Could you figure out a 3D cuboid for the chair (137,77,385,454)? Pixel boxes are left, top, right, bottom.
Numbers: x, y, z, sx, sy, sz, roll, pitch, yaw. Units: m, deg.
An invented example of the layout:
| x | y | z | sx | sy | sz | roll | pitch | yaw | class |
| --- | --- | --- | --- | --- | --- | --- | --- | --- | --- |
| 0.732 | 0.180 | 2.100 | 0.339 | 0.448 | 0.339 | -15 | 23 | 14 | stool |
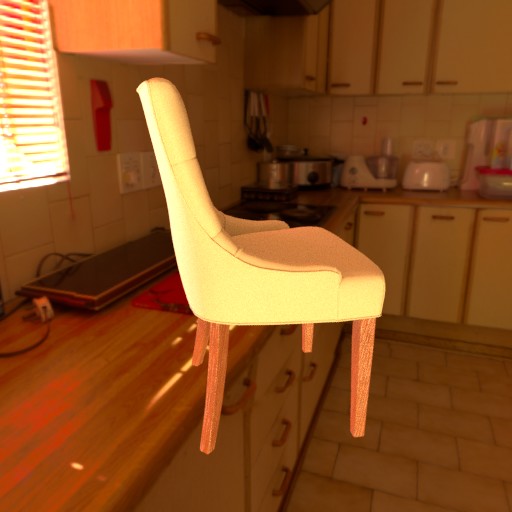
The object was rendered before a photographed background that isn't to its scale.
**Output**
| x | y | z | sx | sy | sz | roll | pitch | yaw | class |
| --- | --- | --- | --- | --- | --- | --- | --- | --- | --- |
| 0.000 | 0.000 | 1.211 | 0.565 | 0.874 | 0.509 | -3 | 17 | -10 | chair |
